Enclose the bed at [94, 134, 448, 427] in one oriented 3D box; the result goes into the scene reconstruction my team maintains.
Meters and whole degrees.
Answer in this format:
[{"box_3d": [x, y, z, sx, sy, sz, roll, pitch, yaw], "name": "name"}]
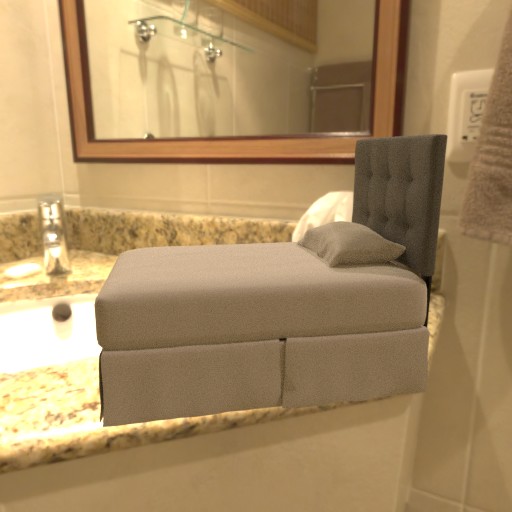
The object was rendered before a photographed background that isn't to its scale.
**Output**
[{"box_3d": [0.000, 0.000, 3.000, 1.997, 1.571, 1.261, -2, 13, -10], "name": "bed"}]
